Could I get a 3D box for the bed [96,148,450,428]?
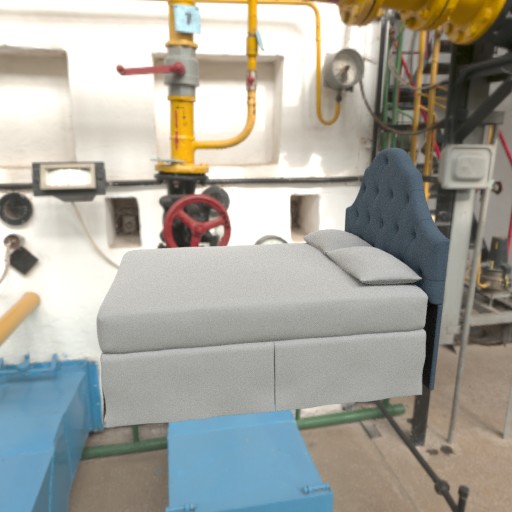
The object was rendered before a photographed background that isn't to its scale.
[{"bbox_3d":[0.000,0.000,3.324,2.155,1.575,1.636,-3,14,-10],"label":"bed"}]
